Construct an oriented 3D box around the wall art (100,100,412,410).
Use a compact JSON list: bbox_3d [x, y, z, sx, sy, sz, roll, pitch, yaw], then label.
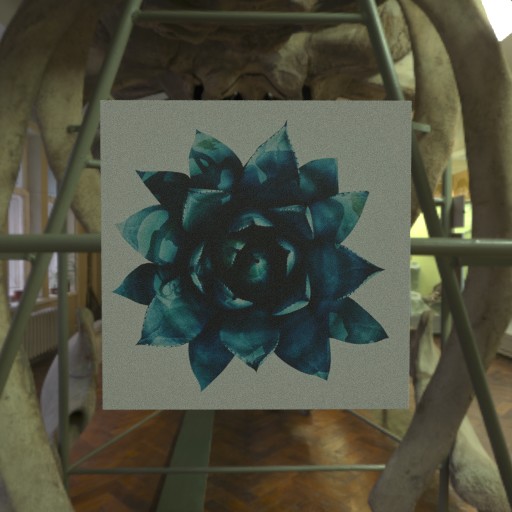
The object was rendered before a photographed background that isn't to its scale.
[{"bbox_3d":[0.000,0.000,0.602,0.406,0.406,0.038,0,1,0],"label":"wall art"}]
